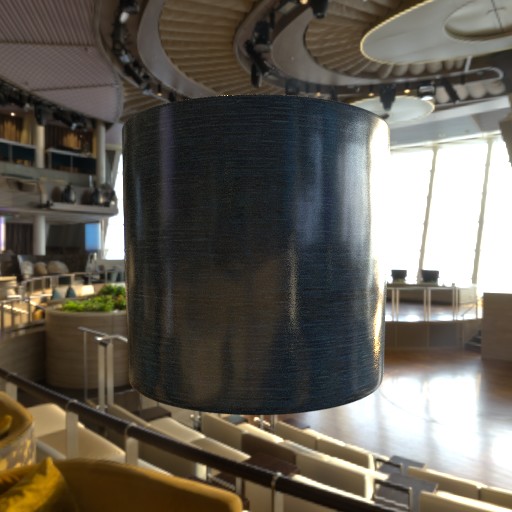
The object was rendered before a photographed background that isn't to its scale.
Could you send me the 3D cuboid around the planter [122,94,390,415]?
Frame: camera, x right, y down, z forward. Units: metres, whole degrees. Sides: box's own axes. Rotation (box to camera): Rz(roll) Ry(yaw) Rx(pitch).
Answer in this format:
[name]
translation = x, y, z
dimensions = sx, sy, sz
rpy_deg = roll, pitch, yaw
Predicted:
[planter]
translation = 0.000, 0.000, 0.383
dimensions = 0.221, 0.201, 0.221
rpy_deg = 0, 1, 0
